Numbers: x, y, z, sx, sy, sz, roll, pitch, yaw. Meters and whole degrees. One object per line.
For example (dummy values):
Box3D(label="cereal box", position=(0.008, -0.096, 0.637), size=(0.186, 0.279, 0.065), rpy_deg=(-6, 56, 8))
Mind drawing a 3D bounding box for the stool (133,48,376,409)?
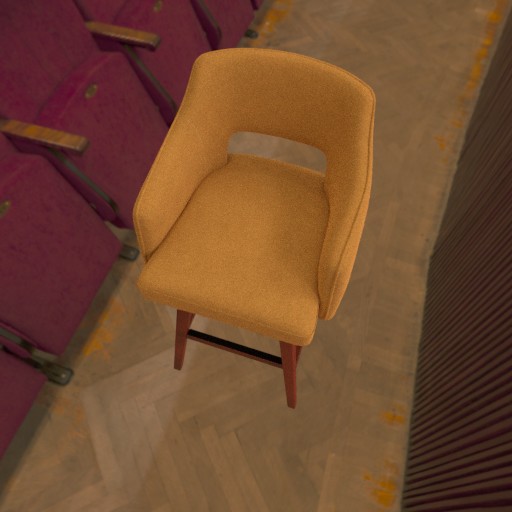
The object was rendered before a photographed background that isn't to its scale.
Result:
Box3D(label="stool", position=(0.000, 0.000, 1.341), size=(0.548, 1.012, 0.558), rpy_deg=(16, 59, 10))
